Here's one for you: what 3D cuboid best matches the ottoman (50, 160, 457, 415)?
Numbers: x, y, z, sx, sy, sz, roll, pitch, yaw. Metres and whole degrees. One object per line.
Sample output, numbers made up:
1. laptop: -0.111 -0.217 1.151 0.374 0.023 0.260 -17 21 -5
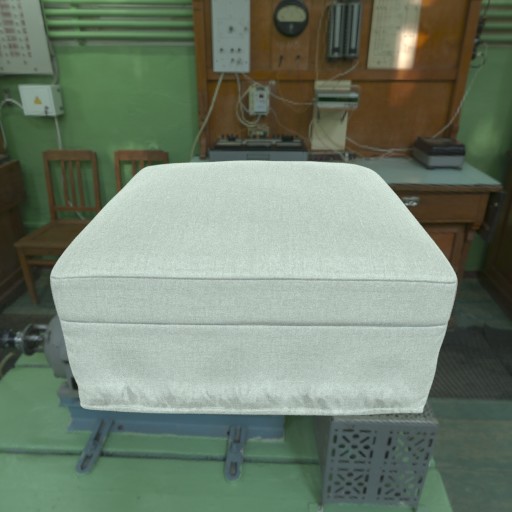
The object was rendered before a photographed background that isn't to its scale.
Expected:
1. ottoman: 0.000 0.000 1.310 0.843 0.436 0.840 0 27 1
